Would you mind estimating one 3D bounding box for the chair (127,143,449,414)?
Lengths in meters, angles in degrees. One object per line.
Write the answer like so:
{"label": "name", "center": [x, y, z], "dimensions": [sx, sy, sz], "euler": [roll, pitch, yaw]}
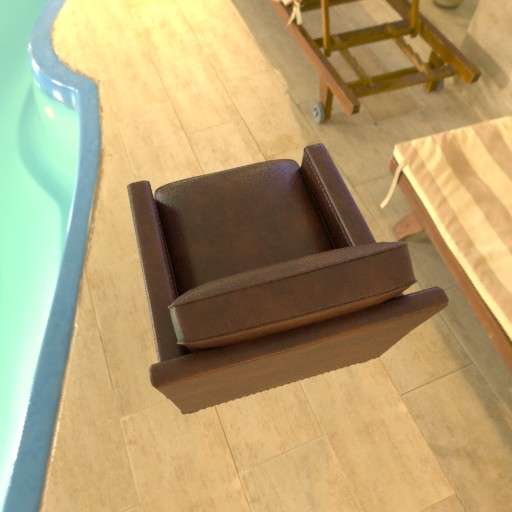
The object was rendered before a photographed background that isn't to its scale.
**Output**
{"label": "chair", "center": [0.000, 0.000, 1.719], "dimensions": [0.853, 0.929, 1.014], "euler": [-14, 59, -9]}
